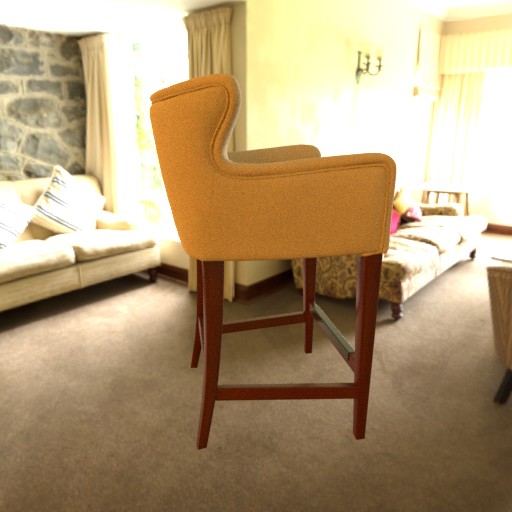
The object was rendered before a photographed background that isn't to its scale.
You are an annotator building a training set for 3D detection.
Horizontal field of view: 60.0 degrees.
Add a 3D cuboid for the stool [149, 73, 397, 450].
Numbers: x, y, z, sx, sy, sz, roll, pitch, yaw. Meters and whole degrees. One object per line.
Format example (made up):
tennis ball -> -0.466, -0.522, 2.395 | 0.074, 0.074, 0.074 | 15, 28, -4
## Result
stool -> 0.000, 0.000, 1.326 | 0.570, 0.951, 0.601 | -3, 16, -10
